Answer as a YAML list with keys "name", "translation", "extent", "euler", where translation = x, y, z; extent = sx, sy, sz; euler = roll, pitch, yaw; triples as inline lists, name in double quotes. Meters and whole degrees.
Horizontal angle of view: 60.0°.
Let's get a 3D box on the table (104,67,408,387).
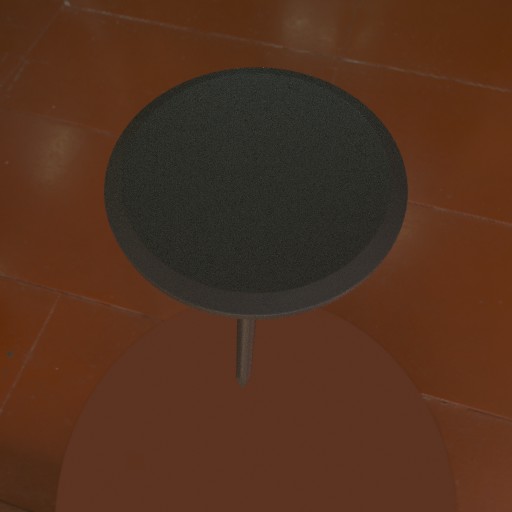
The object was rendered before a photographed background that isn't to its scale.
- name: "table"
  translation: [0.000, 0.000, 0.927]
  extent: [0.457, 0.585, 0.457]
  euler: [0, 63, 0]
